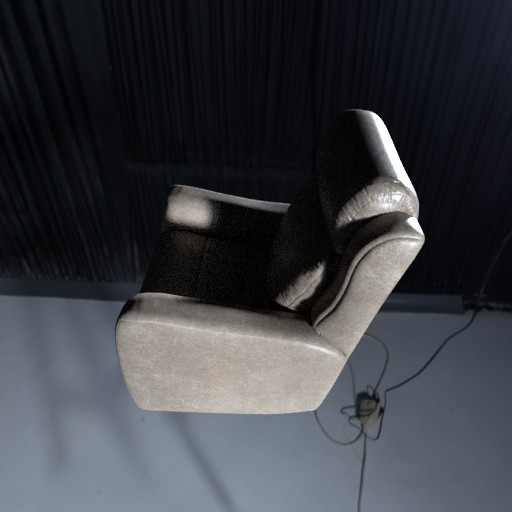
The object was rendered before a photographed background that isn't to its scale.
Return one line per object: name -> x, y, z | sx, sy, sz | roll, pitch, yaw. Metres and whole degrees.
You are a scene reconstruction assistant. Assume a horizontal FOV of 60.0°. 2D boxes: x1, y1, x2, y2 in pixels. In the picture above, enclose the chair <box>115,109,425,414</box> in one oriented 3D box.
chair -> 0.000, 0.000, 1.942 | 1.068, 1.116, 0.967 | 2, 40, 2
